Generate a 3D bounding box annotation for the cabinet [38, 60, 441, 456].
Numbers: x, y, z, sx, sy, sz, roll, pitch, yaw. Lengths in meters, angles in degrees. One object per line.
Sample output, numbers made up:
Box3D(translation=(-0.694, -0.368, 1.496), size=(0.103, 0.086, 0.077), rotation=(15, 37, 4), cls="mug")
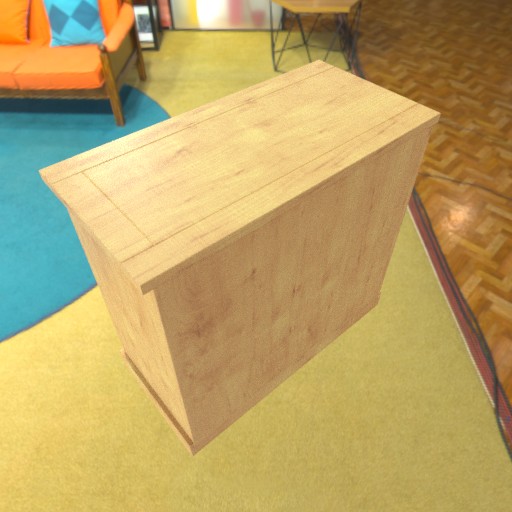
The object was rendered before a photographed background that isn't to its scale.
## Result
Box3D(translation=(0.000, 0.000, 1.402), size=(0.920, 0.840, 0.450), rotation=(-32, 54, -27), cls="cabinet")
